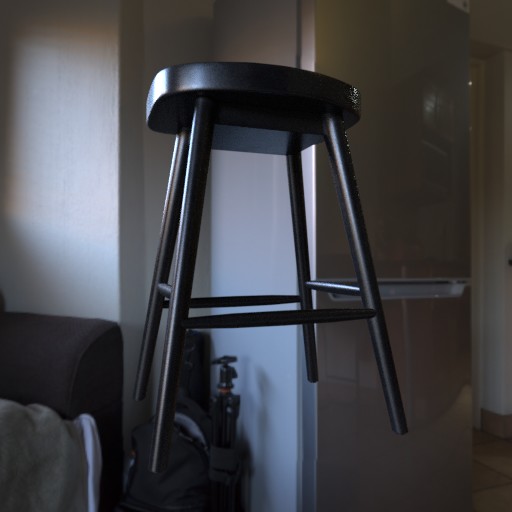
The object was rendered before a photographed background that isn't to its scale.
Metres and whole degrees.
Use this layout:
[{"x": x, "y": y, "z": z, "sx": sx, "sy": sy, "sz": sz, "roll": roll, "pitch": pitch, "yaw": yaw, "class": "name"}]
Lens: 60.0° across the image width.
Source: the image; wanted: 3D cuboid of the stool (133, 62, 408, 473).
[{"x": 0.000, "y": 0.000, "z": 0.859, "sx": 0.440, "sy": 0.615, "sz": 0.361, "roll": 0, "pitch": 0, "yaw": -19, "class": "stool"}]
